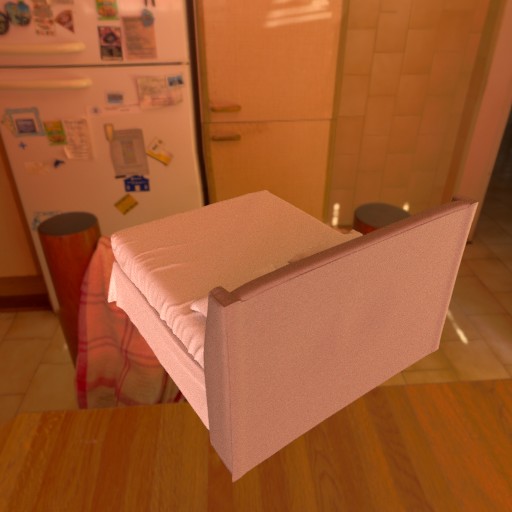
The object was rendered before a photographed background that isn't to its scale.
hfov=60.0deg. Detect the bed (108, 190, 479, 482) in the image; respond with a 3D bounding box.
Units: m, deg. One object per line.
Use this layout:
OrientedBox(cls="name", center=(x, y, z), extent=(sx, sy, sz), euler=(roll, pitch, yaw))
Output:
OrientedBox(cls="bed", center=(0.000, 0.000, 3.474), extent=(1.925, 1.332, 2.276), euler=(-20, 37, -29))
